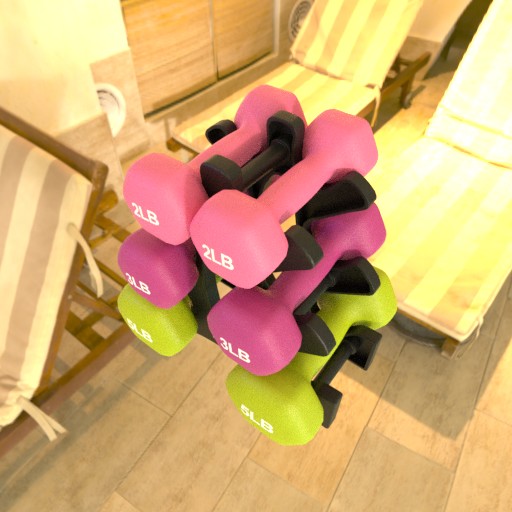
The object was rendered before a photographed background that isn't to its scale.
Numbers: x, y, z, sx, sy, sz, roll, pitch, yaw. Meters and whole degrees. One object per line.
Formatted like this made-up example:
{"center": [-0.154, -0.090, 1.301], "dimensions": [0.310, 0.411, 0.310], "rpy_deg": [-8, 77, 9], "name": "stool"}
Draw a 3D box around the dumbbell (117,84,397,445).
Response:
{"center": [0.000, 0.000, 0.429], "dimensions": [0.257, 0.261, 0.203], "rpy_deg": [29, 53, 25], "name": "dumbbell"}
